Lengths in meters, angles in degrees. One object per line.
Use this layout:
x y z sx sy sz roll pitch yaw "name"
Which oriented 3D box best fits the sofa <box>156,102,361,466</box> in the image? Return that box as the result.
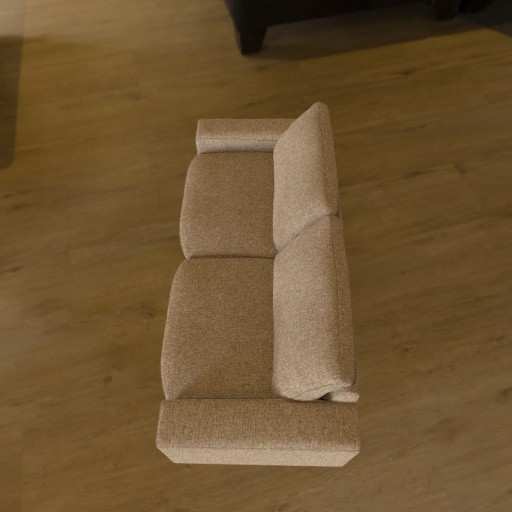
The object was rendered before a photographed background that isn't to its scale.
0.000 0.000 2.795 1.040 0.922 2.299 1 58 1 "sofa"
